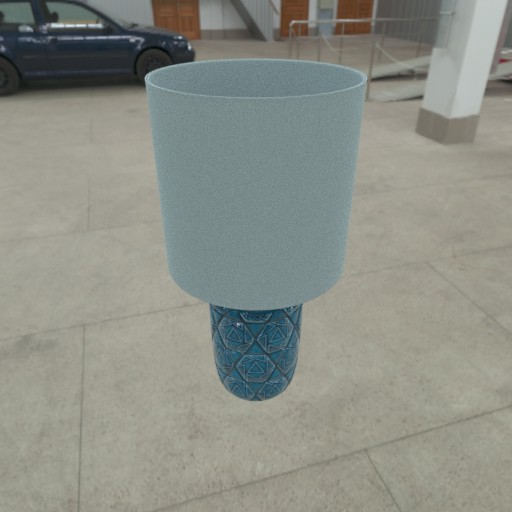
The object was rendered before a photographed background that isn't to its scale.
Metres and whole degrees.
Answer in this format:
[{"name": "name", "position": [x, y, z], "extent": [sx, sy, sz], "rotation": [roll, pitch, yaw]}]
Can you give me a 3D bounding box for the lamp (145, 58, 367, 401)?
[{"name": "lamp", "position": [0.000, 0.000, 0.491], "extent": [0.193, 0.377, 0.193], "rotation": [22, 38, 31]}]
